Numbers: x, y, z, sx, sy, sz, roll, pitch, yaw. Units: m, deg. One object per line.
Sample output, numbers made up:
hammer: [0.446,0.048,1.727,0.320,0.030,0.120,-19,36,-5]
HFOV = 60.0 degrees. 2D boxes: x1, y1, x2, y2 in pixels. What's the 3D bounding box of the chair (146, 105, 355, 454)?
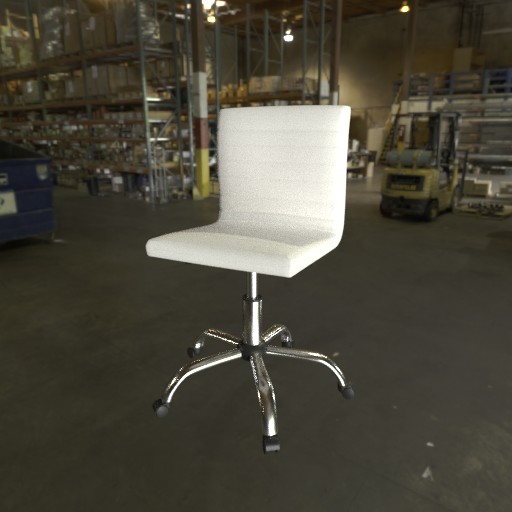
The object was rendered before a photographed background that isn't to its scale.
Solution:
chair: [0.000,0.000,1.193,0.556,0.780,0.530,8,17,26]
